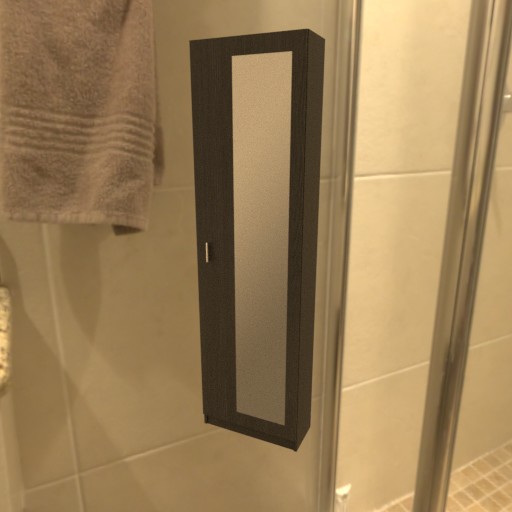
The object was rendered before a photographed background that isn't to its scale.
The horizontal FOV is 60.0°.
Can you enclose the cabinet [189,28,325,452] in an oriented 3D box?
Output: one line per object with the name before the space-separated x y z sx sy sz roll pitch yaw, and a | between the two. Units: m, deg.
cabinet | 0.000 0.000 2.004 0.500 1.790 0.230 7 17 24
